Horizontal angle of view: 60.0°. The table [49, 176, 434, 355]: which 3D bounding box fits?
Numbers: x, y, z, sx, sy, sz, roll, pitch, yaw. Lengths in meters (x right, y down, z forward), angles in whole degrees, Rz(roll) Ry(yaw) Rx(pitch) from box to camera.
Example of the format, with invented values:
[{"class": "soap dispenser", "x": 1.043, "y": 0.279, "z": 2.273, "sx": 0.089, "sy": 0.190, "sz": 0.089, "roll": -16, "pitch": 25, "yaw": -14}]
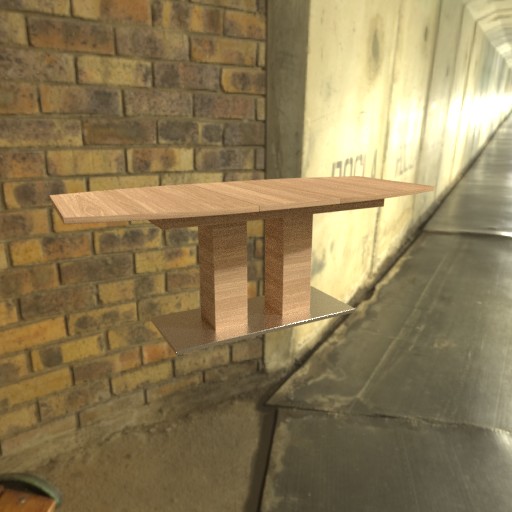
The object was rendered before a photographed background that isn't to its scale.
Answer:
[{"class": "table", "x": 0.000, "y": 0.000, "z": 2.540, "sx": 2.032, "sy": 0.750, "sz": 0.900, "roll": -8, "pitch": 18, "yaw": -27}]
